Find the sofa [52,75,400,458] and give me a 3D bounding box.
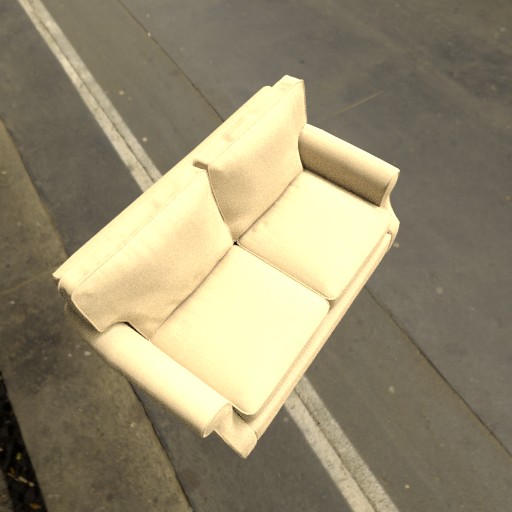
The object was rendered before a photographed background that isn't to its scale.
[{"bbox_3d":[0.000,0.000,2.201,0.964,0.937,1.665,32,63,19],"label":"sofa"}]
